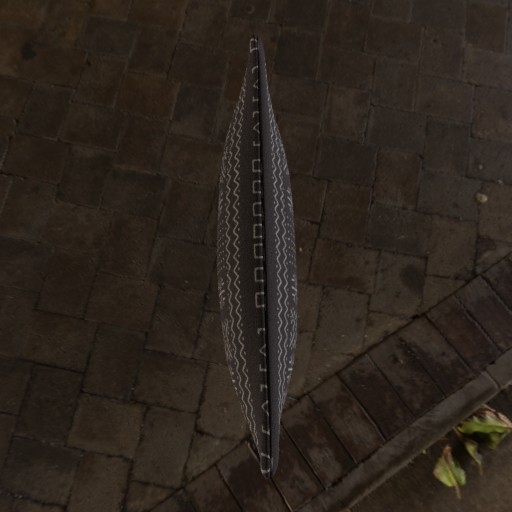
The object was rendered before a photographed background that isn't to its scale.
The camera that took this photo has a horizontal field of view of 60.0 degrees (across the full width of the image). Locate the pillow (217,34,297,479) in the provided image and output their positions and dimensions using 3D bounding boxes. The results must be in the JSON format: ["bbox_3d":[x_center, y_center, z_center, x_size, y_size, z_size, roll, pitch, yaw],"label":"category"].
[{"bbox_3d":[0.000,0.000,0.777,0.135,0.322,0.667,-1,75,0],"label":"pillow"}]
